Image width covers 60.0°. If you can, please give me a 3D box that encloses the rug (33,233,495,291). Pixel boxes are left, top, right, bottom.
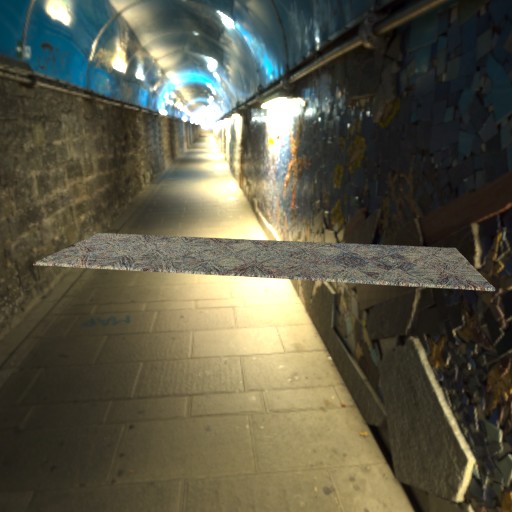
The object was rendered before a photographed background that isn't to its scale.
[{"bbox_3d":[0.000,0.000,2.490,2.292,0.015,0.688,3,17,9],"label":"rug"}]
